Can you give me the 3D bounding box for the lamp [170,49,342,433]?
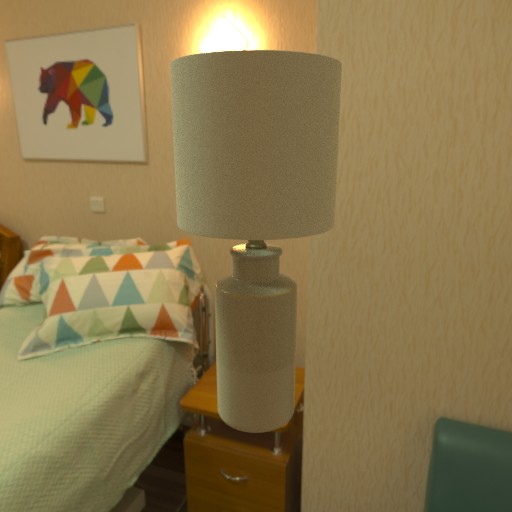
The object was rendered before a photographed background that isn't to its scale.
[{"bbox_3d":[0.000,0.000,0.619,0.212,0.493,0.212,-2,15,-9],"label":"lamp"}]
